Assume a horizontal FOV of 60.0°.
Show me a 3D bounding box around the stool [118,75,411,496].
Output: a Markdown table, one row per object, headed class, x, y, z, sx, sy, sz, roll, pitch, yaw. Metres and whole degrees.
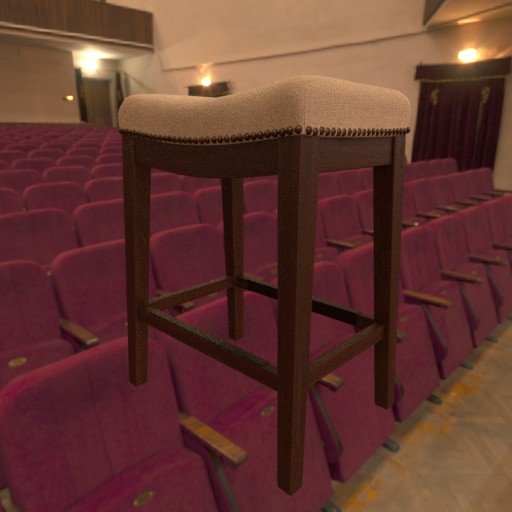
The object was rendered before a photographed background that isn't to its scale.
| class | x | y | z | sx | sy | sz | roll | pitch | yaw |
| --- | --- | --- | --- | --- | --- | --- | --- | --- | --- |
| stool | 0.000 | 0.000 | 0.945 | 0.509 | 0.669 | 0.363 | 15 | 21 | 42 |
